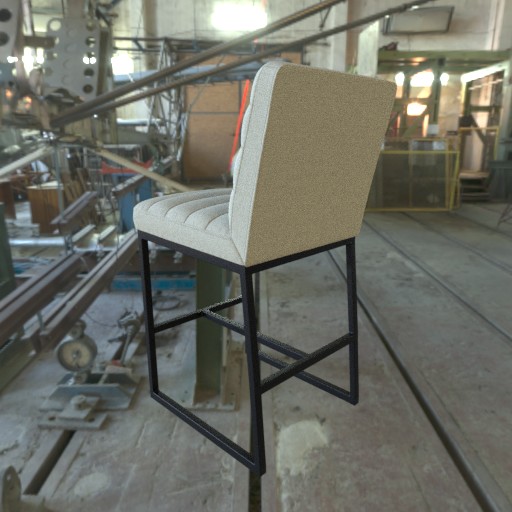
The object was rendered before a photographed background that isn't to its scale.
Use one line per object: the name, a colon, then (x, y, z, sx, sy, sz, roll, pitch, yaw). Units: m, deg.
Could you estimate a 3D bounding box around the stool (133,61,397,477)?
stool: (0.000, 0.000, 1.259, 0.560, 0.940, 0.460, 15, 21, 43)
